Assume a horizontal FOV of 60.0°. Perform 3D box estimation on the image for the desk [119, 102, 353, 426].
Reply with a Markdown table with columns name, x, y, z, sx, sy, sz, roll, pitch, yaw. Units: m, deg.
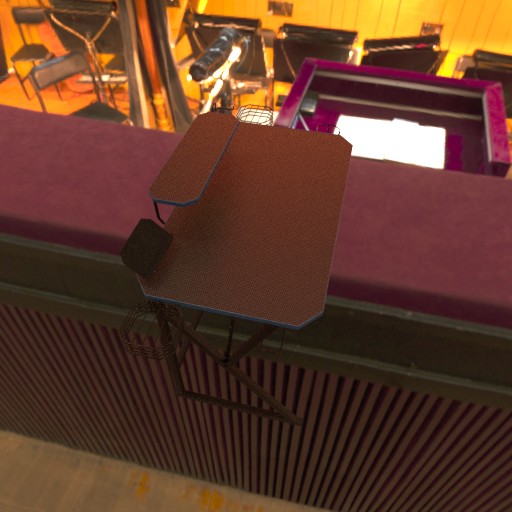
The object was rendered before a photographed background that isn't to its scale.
| name | x | y | z | sx | sy | sz | roll | pitch | yaw |
| --- | --- | --- | --- | --- | --- | --- | --- | --- | --- |
| desk | 0.000 | 0.000 | 1.767 | 0.594 | 0.909 | 1.295 | 10 | 48 | 10 |
